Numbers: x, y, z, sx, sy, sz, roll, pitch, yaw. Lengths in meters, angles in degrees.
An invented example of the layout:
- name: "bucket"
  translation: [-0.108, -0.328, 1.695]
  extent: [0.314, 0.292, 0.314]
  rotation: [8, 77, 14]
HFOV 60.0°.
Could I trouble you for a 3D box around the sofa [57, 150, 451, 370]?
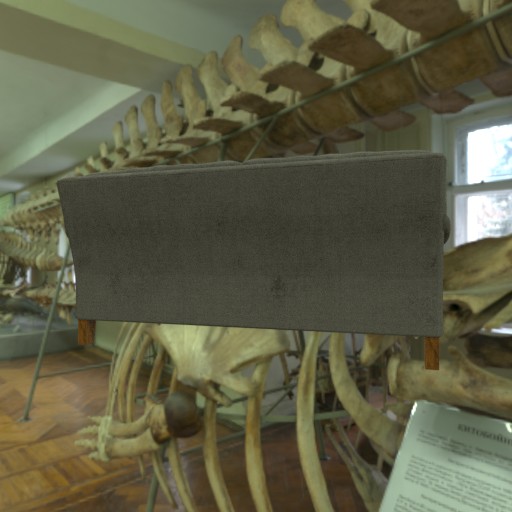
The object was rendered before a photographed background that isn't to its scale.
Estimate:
- name: "sofa"
  translation: [0.000, 0.000, 2.752]
  extent: [2.165, 1.087, 1.086]
  rotation: [0, 0, 18]
